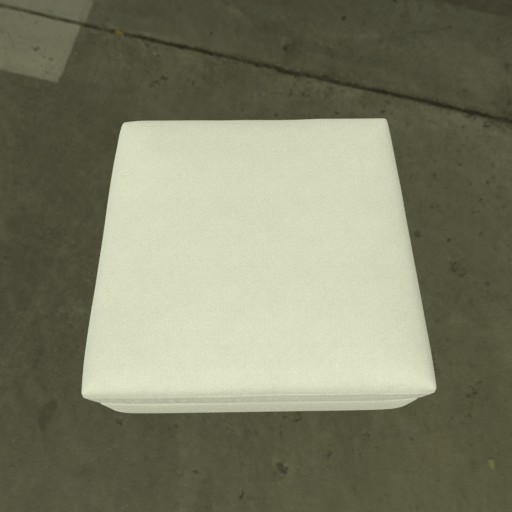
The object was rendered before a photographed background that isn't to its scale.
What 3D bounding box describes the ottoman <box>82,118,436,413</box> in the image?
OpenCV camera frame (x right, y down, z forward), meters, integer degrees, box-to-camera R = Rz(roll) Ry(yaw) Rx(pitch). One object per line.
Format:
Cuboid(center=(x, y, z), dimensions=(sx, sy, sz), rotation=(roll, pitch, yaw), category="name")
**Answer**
Cuboid(center=(0.000, 0.000, 1.790), dimensions=(1.163, 0.482, 1.167), rotation=(-1, 64, 0), category="ottoman")
